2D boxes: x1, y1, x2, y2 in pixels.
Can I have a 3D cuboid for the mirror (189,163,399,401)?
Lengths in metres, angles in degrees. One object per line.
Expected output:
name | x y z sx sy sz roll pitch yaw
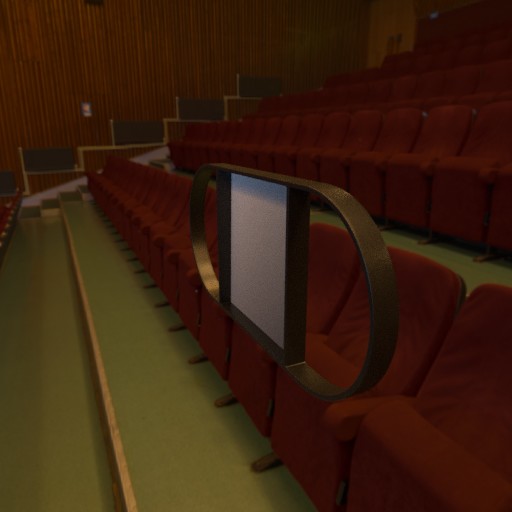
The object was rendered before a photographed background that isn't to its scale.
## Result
mirror | 0.000 0.000 0.677 0.032 0.254 0.584 -8 18 -24
